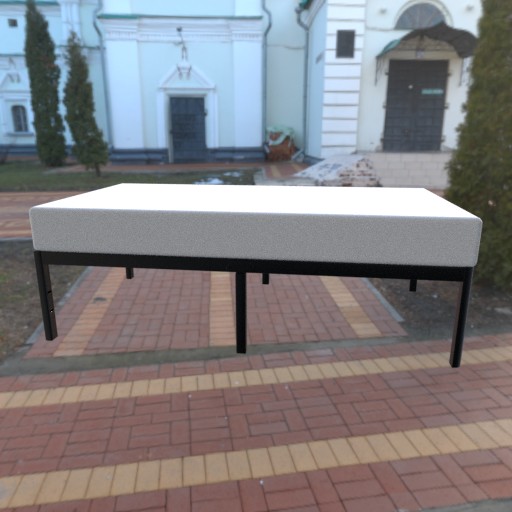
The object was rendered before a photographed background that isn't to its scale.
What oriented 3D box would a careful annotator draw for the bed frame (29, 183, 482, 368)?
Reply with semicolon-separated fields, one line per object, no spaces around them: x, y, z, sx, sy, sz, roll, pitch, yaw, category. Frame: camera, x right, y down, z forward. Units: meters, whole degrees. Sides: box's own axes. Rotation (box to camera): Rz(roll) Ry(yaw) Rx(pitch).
0.000;0.000;2.435;1.950;0.659;1.023;2;16;7;bed frame
